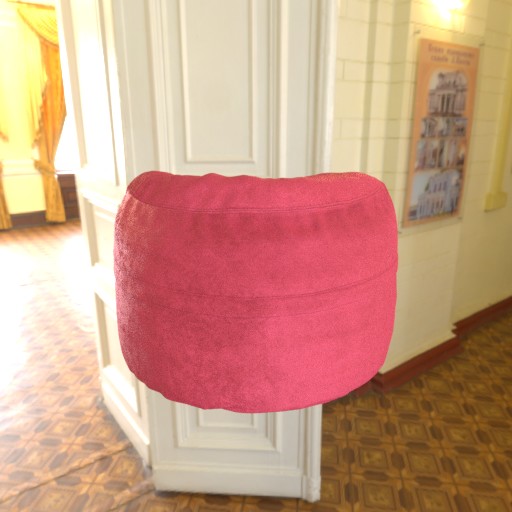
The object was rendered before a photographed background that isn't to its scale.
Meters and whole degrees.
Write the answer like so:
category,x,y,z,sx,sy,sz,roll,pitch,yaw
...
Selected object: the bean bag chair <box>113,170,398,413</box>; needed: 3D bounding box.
category,x,y,z,sx,sy,sz,roll,pitch,yaw
bean bag chair,0.000,0.000,1.954,1.218,0.788,1.218,0,16,0
